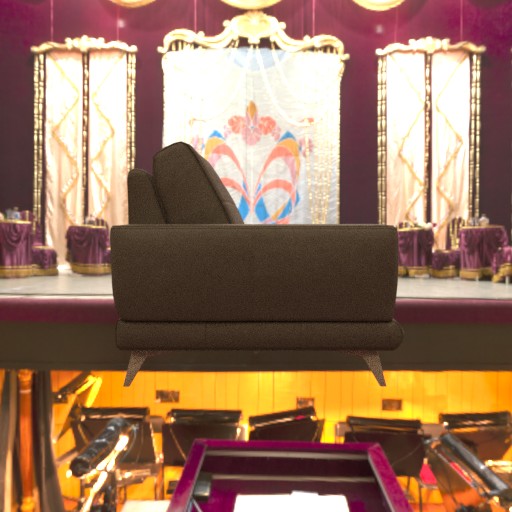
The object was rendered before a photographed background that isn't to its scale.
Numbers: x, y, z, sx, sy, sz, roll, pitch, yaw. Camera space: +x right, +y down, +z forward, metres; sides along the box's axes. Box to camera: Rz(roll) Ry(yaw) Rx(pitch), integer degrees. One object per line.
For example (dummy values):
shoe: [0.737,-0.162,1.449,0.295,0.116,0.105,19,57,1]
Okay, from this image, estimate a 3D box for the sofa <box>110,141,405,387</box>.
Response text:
sofa: [0.000,0.000,2.374,1.018,0.907,1.806,0,0,0]
